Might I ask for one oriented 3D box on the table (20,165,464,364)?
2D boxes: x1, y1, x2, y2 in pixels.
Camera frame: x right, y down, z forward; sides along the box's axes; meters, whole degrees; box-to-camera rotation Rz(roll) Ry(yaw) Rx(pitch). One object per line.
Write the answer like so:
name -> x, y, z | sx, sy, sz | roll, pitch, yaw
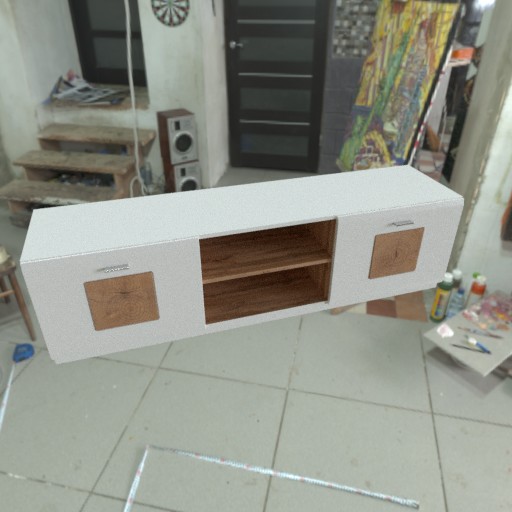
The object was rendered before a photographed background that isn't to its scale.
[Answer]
table -> 0.000, 0.000, 1.741 | 1.550, 0.440, 0.400 | -9, 33, -15
